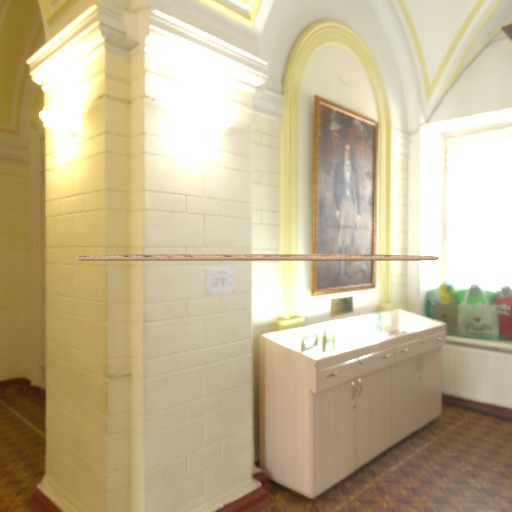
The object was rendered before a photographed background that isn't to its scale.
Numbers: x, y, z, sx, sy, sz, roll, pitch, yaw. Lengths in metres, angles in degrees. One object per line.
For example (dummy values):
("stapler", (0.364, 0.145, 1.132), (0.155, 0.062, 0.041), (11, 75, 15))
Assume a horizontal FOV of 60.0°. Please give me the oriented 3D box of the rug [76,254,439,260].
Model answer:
("rug", (0.000, 0.000, 3.069), (1.521, 0.023, 2.464), (0, 0, 0))
